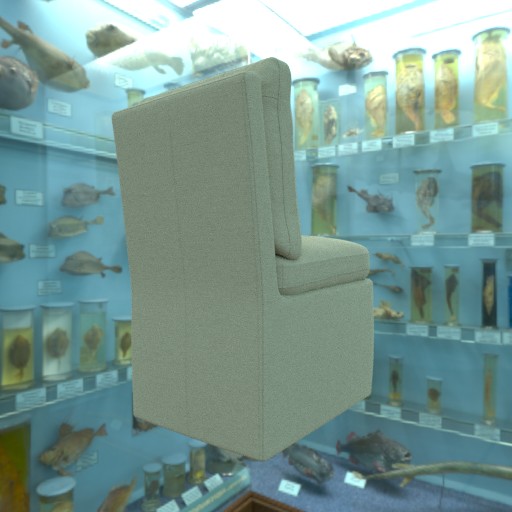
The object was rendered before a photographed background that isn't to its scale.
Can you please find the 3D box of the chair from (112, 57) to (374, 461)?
[{"bbox_3d":[0.000,0.000,1.343,0.503,0.927,0.698,0,1,37],"label":"chair"}]
